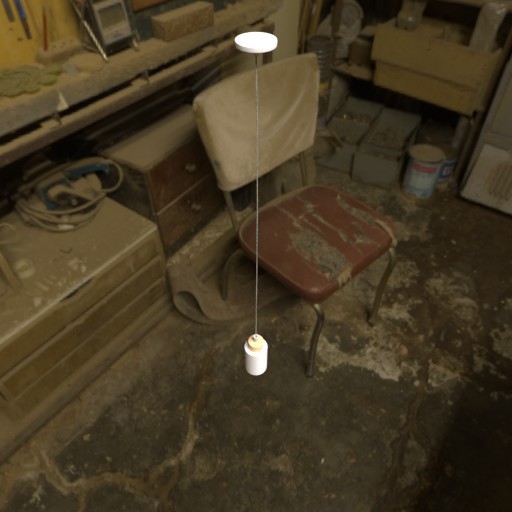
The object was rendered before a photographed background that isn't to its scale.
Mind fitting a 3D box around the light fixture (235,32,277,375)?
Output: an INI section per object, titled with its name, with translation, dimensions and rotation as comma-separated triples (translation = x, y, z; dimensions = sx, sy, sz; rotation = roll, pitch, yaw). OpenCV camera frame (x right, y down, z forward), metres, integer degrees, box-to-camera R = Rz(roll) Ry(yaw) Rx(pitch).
[light fixture]
translation = 0.000, 0.000, 1.935
dimensions = 0.125, 1.798, 0.125
rotation = 30, 52, 26
